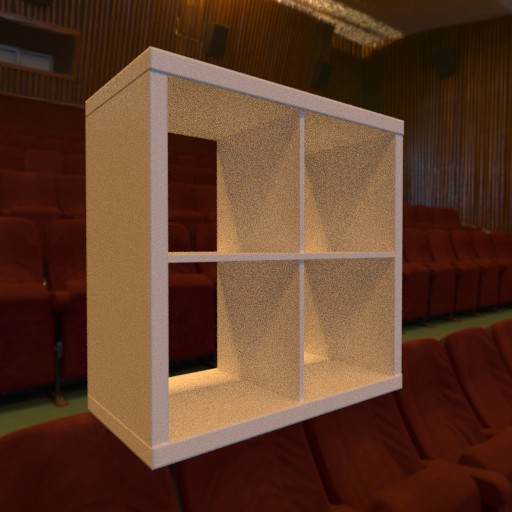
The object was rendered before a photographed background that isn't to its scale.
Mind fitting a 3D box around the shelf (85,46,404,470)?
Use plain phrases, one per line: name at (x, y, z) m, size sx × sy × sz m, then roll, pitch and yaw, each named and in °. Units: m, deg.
shelf at (0.000, 0.000, 1.217) m, size 0.790 × 0.786 × 0.390 m, roll -1°, pitch 1°, yaw -38°
